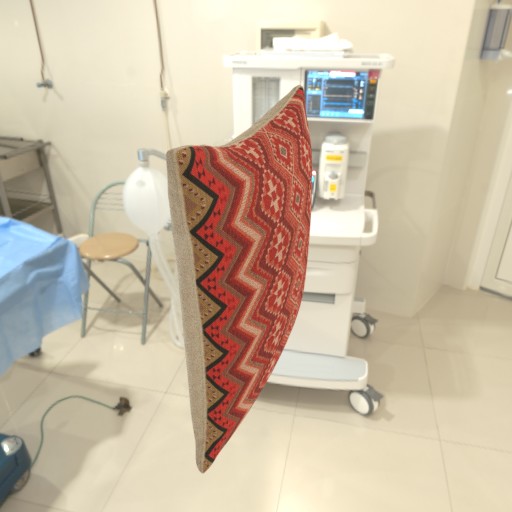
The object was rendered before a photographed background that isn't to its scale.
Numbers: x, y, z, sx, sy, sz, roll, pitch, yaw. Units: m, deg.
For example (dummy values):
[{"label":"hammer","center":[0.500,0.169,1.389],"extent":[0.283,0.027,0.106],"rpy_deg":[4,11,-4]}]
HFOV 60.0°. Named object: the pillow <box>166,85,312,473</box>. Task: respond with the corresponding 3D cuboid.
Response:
[{"label":"pillow","center":[0.000,0.000,0.783],"extent":[0.158,0.511,0.513],"rpy_deg":[9,29,17]}]
